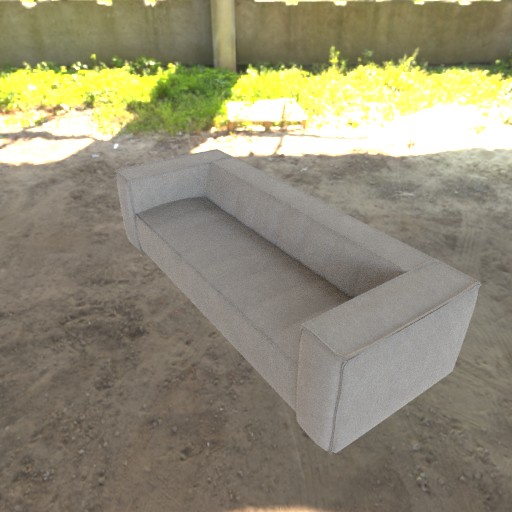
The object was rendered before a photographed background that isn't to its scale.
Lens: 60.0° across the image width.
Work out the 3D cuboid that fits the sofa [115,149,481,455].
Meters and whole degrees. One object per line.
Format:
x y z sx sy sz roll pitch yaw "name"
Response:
0.000 0.000 3.112 1.038 0.680 2.697 -20 37 -29 "sofa"
